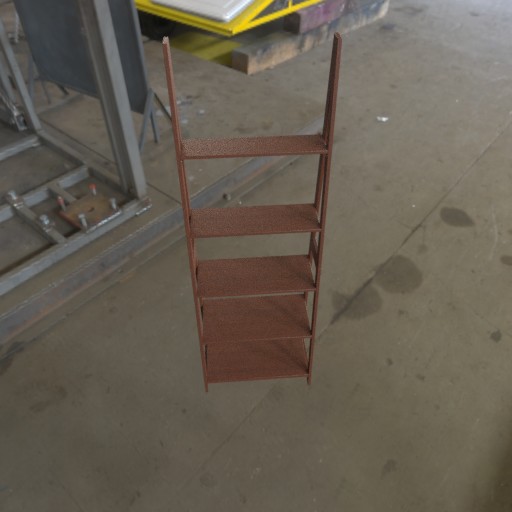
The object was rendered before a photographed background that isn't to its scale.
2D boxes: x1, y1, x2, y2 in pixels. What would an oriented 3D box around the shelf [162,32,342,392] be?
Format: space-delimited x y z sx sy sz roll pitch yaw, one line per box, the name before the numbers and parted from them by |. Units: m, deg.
shelf | 0.000 0.000 2.003 0.600 1.770 0.350 -3 45 -3
